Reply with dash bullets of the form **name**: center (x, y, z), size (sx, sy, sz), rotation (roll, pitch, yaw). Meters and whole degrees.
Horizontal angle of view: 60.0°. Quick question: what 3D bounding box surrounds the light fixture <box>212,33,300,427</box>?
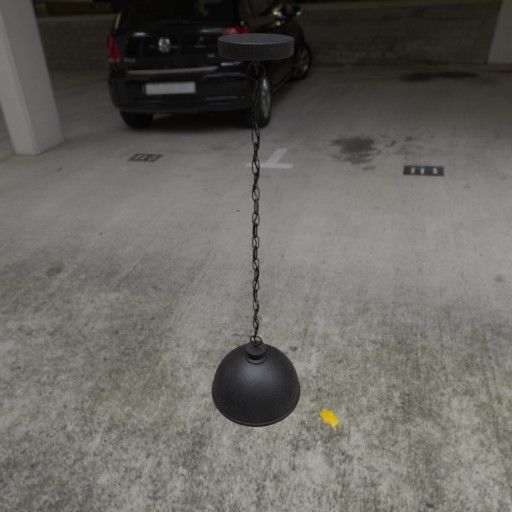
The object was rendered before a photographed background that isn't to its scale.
- **light fixture**: center (0.000, 0.000, 1.227), size (0.304, 1.090, 0.304), rotation (10, 34, 15)
